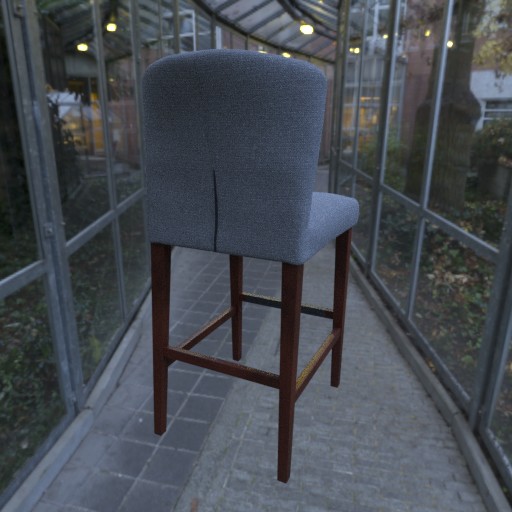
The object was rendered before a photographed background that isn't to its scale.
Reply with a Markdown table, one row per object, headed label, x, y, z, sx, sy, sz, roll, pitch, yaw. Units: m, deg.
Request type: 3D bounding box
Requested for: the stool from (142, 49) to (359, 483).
| label | x | y | z | sx | sy | sz | roll | pitch | yaw |
| --- | --- | --- | --- | --- | --- | --- | --- | --- | --- |
| stool | 0.000 | 0.000 | 1.330 | 0.486 | 1.069 | 0.568 | 9 | 19 | 25 |
